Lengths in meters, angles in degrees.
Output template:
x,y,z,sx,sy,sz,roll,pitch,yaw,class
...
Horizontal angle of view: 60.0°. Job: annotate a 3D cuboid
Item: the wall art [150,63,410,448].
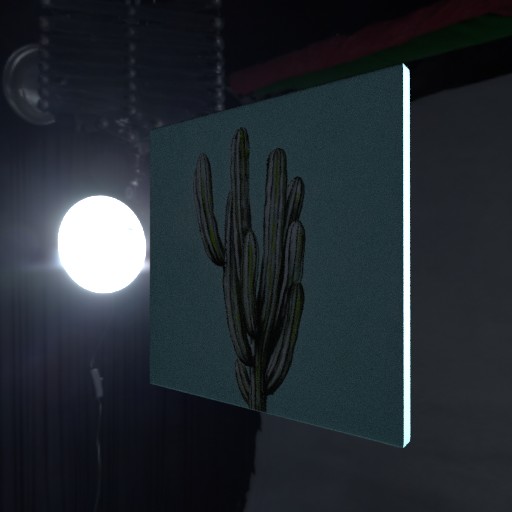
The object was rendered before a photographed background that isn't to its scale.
x,y,z,sx,sy,sz,roll,pitch,yaw,class
0.000,0.000,1.578,1.071,1.073,0.070,0,0,37,wall art
